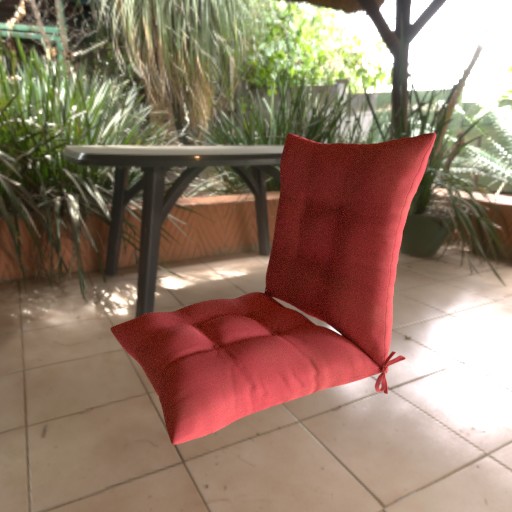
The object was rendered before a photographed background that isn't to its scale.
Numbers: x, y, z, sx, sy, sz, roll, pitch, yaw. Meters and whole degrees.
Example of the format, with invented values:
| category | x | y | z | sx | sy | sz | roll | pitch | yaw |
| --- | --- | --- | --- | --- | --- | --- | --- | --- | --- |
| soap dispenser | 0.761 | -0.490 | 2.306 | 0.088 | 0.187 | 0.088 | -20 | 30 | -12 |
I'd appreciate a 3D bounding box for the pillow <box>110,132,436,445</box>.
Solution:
| category | x | y | z | sx | sy | sz | roll | pitch | yaw |
| --- | --- | --- | --- | --- | --- | --- | --- | --- | --- |
| pillow | 0.000 | 0.000 | 1.000 | 0.585 | 0.536 | 0.541 | -9 | 18 | -28 |
